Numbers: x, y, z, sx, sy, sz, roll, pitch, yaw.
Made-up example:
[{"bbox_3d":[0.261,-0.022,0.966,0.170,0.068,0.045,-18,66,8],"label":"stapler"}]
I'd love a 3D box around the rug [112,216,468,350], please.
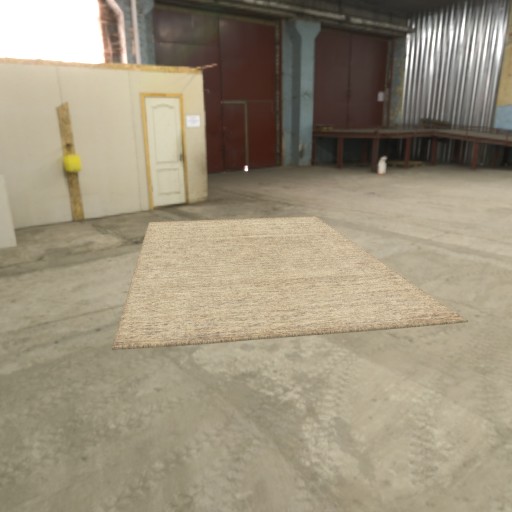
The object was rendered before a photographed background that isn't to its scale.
[{"bbox_3d":[0.000,0.000,2.323,1.211,0.018,1.822,-3,17,-9],"label":"rug"}]
